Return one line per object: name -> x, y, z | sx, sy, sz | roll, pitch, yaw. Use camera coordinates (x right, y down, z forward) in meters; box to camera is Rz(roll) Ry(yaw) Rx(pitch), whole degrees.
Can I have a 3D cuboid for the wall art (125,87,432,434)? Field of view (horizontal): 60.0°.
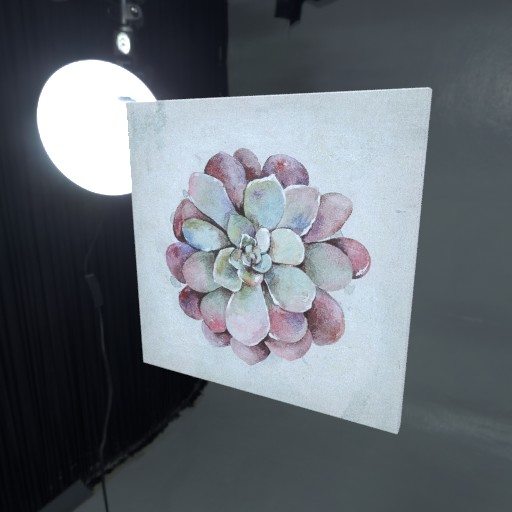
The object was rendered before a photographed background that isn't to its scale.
wall art -> 0.000, 0.000, 1.122 | 0.762, 0.762, 0.041 | 7, 16, 26
